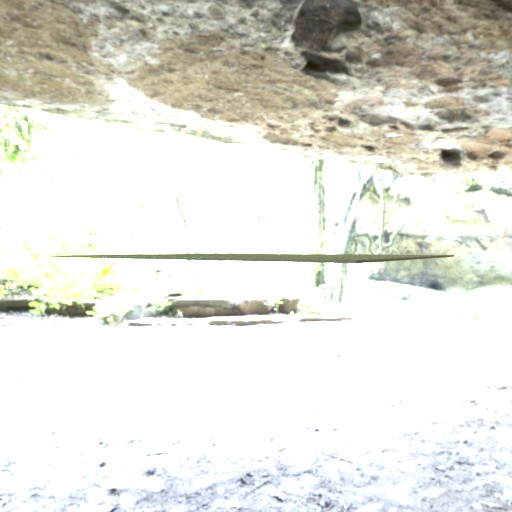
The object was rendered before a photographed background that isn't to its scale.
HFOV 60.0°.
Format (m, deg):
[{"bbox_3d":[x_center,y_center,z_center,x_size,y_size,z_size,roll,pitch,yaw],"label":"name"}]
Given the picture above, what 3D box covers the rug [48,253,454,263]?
[{"bbox_3d":[0.000,0.000,4.222,3.051,0.020,2.407,1,1,35],"label":"rug"}]
